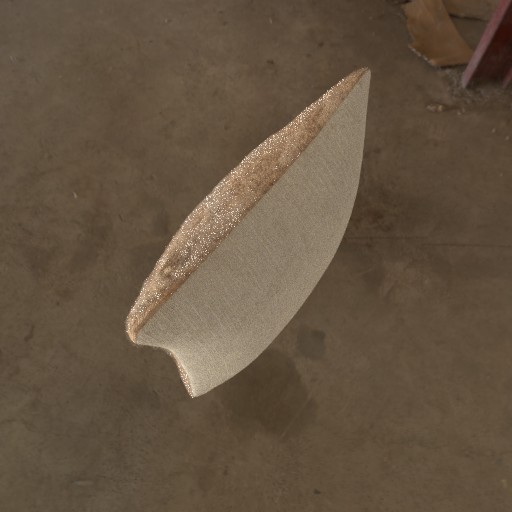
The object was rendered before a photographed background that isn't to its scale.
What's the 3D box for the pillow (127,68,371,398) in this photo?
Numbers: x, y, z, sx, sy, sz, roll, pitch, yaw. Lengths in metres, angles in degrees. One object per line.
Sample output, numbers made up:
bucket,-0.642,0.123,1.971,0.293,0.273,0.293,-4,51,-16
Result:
pillow,0.000,0.000,0.819,0.216,0.525,0.538,35,69,16
